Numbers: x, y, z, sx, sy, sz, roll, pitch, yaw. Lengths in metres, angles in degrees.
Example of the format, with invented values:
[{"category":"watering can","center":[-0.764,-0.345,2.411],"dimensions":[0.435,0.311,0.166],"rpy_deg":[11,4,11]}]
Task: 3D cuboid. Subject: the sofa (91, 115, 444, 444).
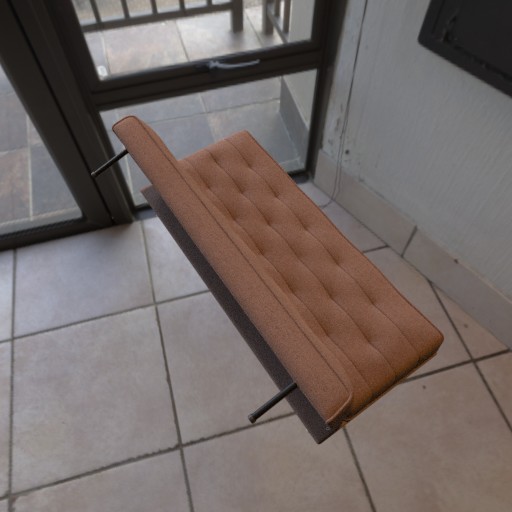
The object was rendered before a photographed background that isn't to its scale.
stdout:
[{"category":"sofa","center":[0.000,0.000,2.346],"dimensions":[1.038,0.810,1.820],"rpy_deg":[-30,63,-17]}]
